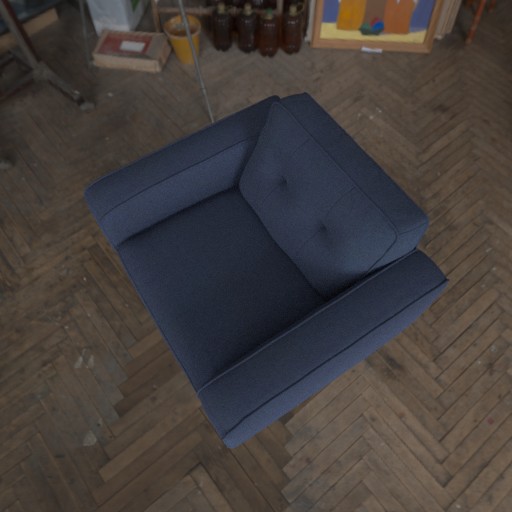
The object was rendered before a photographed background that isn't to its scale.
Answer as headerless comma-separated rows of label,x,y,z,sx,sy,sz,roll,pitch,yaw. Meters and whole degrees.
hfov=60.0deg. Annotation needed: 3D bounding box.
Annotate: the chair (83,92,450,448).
chair,0.000,0.000,1.800,0.953,0.783,1.118,-30,67,-14
